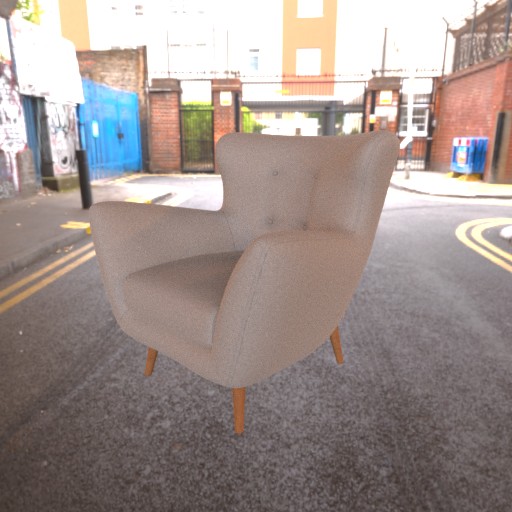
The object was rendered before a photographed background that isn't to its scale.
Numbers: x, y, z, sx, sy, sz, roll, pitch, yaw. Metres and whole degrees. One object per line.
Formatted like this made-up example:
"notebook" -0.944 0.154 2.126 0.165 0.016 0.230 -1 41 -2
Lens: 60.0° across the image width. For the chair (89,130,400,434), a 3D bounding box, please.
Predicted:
"chair" 0.000 0.000 1.633 0.890 0.889 0.889 14 20 42
